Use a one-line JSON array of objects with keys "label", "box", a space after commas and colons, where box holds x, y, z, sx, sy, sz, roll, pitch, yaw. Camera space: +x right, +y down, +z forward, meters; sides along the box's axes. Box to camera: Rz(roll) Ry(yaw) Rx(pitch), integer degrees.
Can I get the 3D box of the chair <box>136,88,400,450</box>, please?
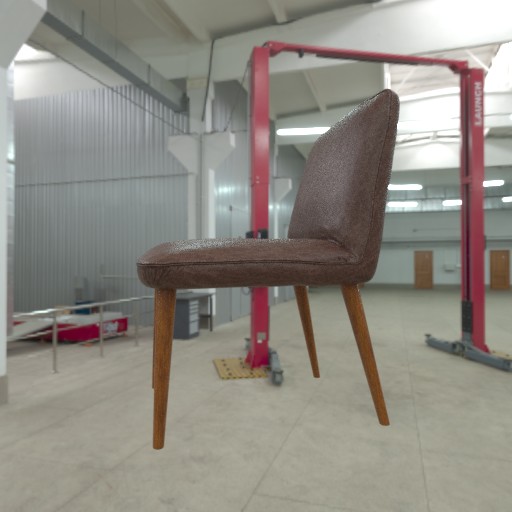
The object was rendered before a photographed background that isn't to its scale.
[{"label": "chair", "box": [0.000, 0.000, 1.205, 0.645, 0.803, 0.543, 0, -1, -18]}]
